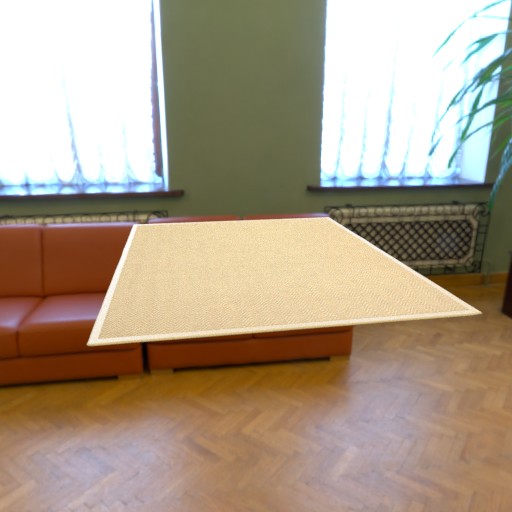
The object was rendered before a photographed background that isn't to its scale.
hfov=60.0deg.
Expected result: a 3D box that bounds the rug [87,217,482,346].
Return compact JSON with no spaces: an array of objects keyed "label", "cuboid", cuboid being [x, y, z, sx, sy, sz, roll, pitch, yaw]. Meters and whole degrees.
[{"label":"rug","cuboid":[0.000,0.000,4.044,2.423,0.019,3.009,-3,17,-10]}]
